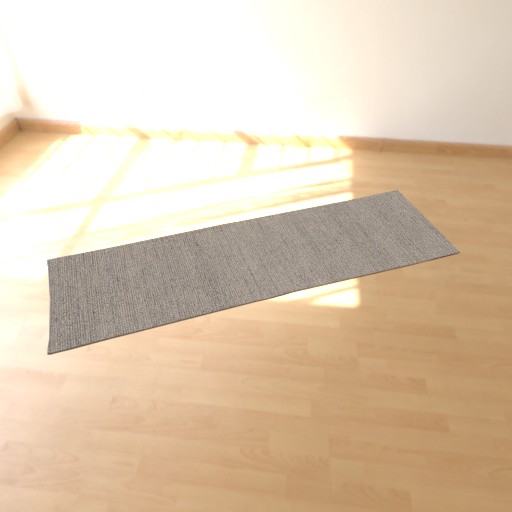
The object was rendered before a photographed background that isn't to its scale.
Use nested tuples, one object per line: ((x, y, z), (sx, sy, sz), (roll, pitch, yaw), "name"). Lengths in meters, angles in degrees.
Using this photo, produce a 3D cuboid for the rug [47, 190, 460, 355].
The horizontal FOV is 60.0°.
((0.000, 0.000, 2.588), (2.320, 0.032, 0.692), (-12, 43, -13), "rug")
